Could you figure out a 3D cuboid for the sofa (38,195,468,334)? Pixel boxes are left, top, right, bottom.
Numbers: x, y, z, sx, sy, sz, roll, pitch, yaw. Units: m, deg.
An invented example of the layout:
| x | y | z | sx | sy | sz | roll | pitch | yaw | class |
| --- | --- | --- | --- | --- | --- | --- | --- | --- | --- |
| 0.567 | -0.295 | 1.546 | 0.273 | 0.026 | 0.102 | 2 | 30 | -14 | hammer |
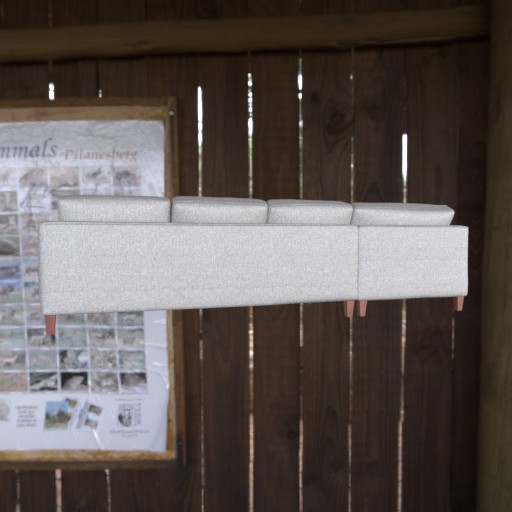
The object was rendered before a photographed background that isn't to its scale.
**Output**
| x | y | z | sx | sy | sz | roll | pitch | yaw | class |
| --- | --- | --- | --- | --- | --- | --- | --- | --- | --- |
| 0.000 | 0.000 | 3.812 | 3.201 | 0.876 | 1.502 | -1 | 2 | -17 | sofa |
